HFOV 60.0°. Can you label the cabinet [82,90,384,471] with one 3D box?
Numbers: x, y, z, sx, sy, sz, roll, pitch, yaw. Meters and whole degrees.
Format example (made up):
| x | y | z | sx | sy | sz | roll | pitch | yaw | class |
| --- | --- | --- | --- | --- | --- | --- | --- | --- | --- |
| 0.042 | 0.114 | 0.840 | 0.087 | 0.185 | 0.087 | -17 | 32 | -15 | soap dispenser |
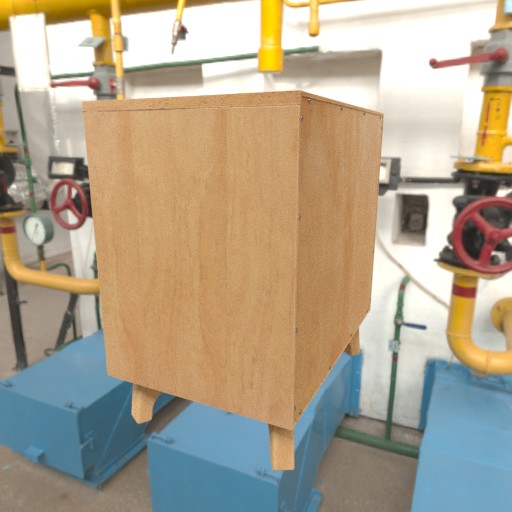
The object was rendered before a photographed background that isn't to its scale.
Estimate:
| x | y | z | sx | sy | sz | roll | pitch | yaw | class |
| --- | --- | --- | --- | --- | --- | --- | --- | --- | --- |
| 0.000 | 0.000 | 0.949 | 0.394 | 0.599 | 0.551 | 7 | 16 | 25 | cabinet |
